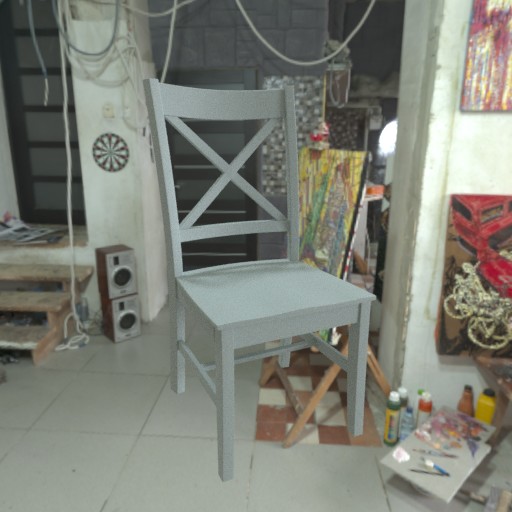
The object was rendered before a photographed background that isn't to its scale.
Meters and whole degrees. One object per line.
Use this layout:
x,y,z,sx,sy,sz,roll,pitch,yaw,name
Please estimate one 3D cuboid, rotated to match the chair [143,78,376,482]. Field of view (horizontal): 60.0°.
0.000,0.000,1.283,0.485,0.983,0.542,-7,17,-24,chair
